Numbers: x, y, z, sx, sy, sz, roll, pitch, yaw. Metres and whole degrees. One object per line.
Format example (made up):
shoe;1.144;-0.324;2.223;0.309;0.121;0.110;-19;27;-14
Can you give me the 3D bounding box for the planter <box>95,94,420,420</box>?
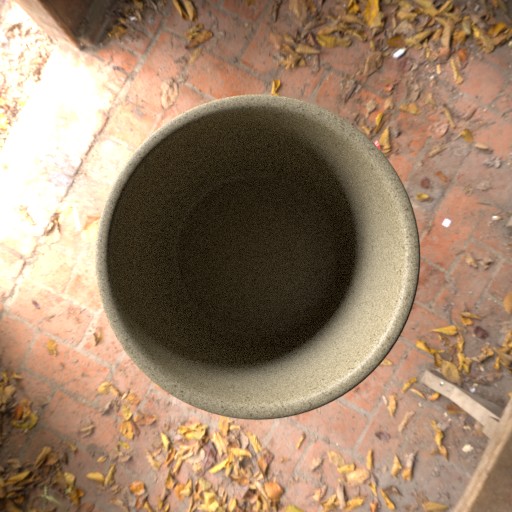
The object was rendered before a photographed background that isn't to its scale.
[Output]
planter;0.000;0.000;0.424;0.227;0.235;0.227;0;91;-1
